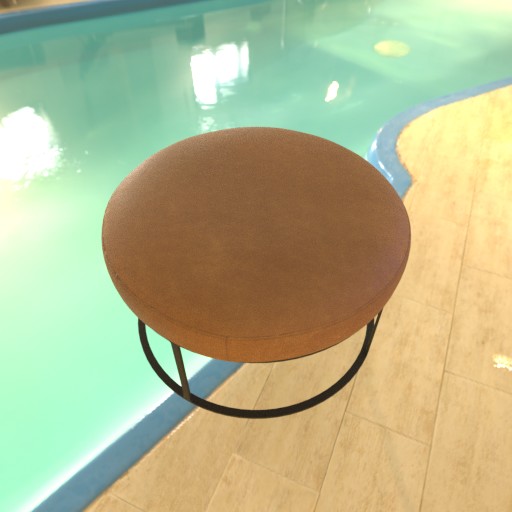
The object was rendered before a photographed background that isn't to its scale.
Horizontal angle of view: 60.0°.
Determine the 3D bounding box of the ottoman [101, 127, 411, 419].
[{"bbox_3d":[0.000,0.000,1.242,0.771,0.460,0.771,0,46,0],"label":"ottoman"}]
